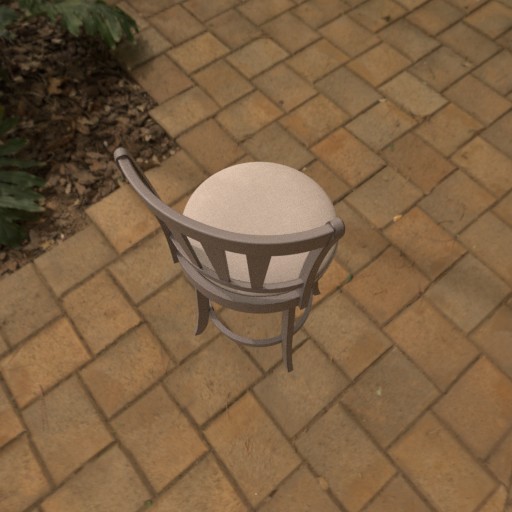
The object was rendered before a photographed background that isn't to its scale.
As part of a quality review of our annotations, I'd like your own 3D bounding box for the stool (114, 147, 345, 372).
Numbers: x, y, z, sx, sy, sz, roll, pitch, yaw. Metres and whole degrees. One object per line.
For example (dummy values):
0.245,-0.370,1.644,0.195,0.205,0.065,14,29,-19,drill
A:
0.000,0.000,1.269,0.436,1.023,0.475,19,64,10,stool
